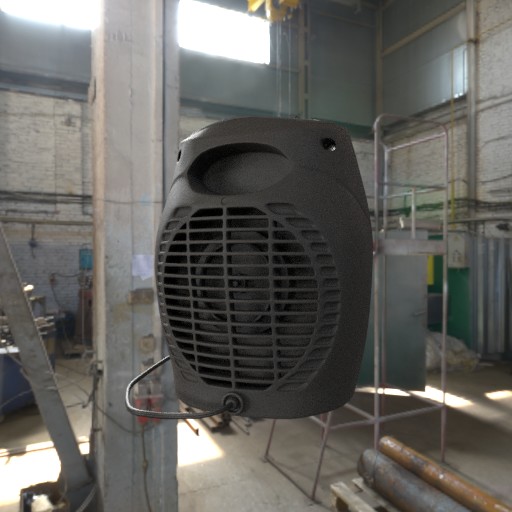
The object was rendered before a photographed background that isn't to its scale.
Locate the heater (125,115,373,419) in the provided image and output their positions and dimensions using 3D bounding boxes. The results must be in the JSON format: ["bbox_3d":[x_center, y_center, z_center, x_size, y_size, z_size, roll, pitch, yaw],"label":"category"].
[{"bbox_3d":[0.000,0.000,0.452,0.239,0.240,0.291,0,0,19],"label":"heater"}]
